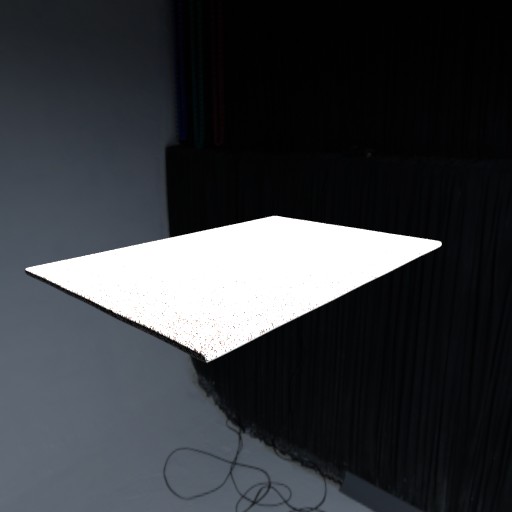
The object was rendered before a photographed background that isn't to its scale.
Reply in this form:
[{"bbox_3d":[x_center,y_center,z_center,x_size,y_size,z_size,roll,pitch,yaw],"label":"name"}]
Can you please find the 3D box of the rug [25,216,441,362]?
[{"bbox_3d":[0.000,0.000,2.243,1.219,0.030,1.778,13,20,40],"label":"rug"}]
